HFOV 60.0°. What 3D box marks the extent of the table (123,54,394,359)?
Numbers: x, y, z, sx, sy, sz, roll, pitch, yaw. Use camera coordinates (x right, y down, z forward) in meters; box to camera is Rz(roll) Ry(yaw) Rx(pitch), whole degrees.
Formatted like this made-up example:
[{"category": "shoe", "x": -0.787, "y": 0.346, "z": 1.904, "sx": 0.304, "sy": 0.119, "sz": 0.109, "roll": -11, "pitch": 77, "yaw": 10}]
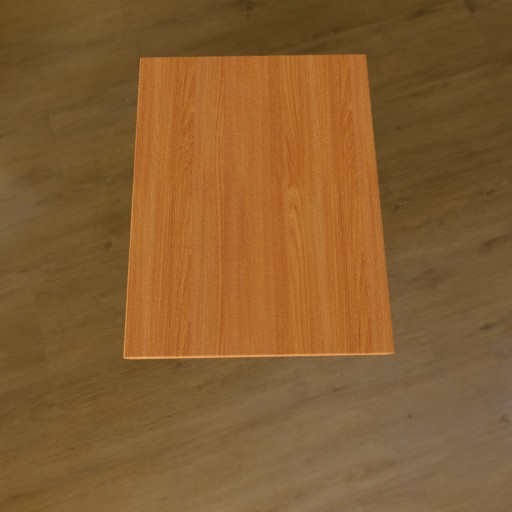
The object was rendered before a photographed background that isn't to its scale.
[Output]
[{"category": "table", "x": 0.000, "y": 0.000, "z": 0.750, "sx": 0.270, "sy": 0.550, "sz": 0.350, "roll": -1, "pitch": 75, "yaw": 0}]
